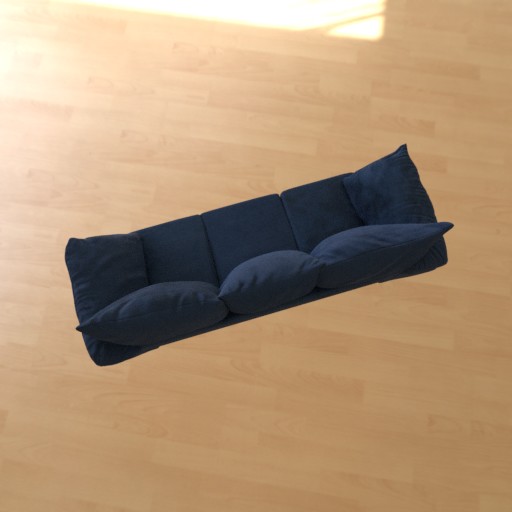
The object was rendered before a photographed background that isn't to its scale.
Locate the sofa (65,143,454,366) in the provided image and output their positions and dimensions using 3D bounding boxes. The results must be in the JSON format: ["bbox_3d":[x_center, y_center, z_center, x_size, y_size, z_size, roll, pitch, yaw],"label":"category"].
[{"bbox_3d":[0.000,0.000,2.993,2.390,1.091,0.907,-16,76,-4],"label":"sofa"}]
